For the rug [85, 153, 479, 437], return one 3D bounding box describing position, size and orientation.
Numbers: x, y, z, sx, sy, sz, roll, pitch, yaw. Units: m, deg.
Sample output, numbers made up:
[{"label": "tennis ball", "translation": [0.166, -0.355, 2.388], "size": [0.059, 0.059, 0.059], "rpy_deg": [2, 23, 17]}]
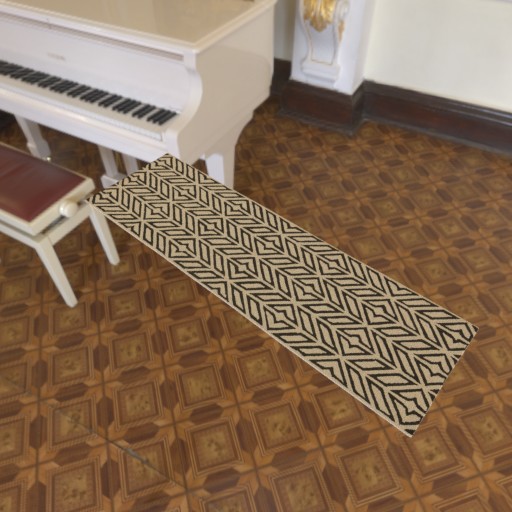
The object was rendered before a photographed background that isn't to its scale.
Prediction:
[{"label": "rug", "translation": [0.000, 0.000, 2.664], "size": [2.435, 0.009, 0.750], "rpy_deg": [32, 55, 26]}]
